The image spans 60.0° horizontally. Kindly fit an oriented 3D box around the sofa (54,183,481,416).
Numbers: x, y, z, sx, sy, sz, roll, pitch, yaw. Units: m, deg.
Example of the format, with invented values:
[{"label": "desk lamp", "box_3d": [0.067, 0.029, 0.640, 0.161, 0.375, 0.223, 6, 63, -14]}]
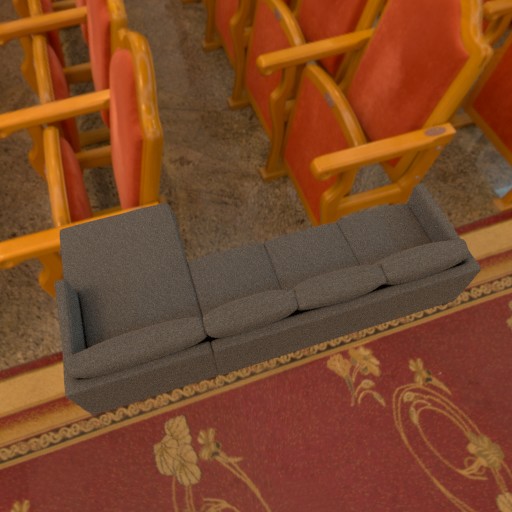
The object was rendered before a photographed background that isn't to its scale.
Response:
[{"label": "sofa", "box_3d": [0.000, 0.000, 3.792, 3.186, 0.846, 1.625, -16, 60, -9]}]
